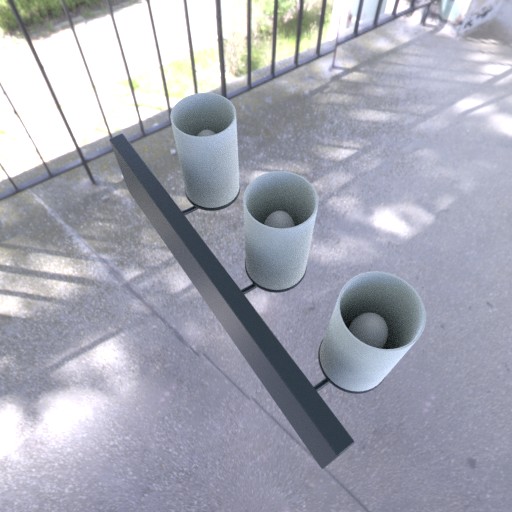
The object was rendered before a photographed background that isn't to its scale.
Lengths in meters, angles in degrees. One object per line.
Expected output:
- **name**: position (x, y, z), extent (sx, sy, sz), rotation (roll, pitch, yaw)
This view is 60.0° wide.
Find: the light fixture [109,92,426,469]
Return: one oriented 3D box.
- **light fixture**: position (0.000, 0.000, 0.532), extent (0.145, 0.172, 0.451), rotation (-31, 63, -17)
